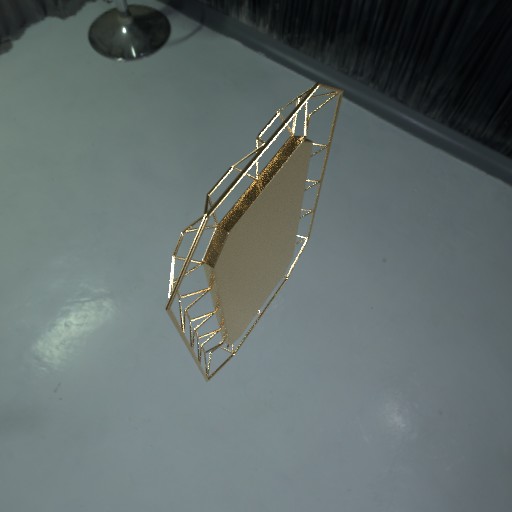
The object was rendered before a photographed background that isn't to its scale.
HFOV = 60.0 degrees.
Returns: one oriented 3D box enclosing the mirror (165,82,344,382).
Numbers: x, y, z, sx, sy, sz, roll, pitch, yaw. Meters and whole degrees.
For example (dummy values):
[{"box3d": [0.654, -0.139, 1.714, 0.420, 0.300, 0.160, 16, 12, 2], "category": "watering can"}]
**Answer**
[{"box3d": [0.000, 0.000, 1.098, 0.051, 0.870, 0.572, 31, 68, 14], "category": "mirror"}]
